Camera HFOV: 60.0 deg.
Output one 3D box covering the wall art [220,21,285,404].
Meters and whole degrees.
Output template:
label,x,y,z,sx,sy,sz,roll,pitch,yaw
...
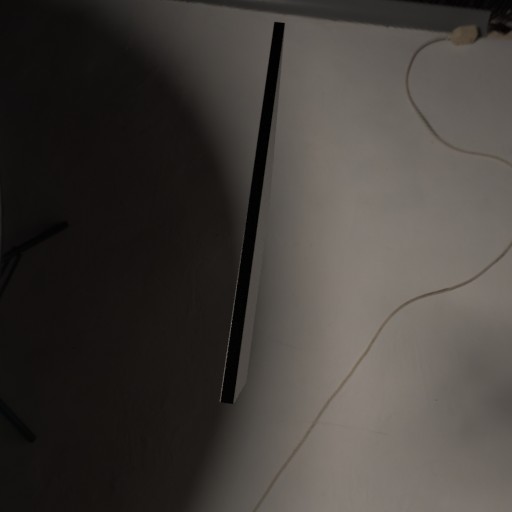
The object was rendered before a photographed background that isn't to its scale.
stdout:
label,x,y,z,sx,sy,sz,roll,pitch,yaw
wall art,0.000,0.000,0.766,0.013,0.582,0.442,7,76,2
